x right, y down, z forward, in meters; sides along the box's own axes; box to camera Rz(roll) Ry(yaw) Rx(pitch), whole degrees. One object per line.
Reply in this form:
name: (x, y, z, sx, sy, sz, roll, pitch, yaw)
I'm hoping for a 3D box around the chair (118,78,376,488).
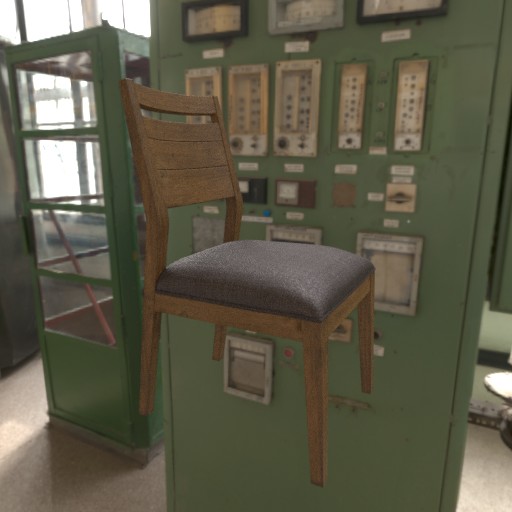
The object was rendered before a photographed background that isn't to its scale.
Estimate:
chair: (0.000, 0.000, 1.273, 0.610, 0.939, 0.501, 7, 15, 27)
